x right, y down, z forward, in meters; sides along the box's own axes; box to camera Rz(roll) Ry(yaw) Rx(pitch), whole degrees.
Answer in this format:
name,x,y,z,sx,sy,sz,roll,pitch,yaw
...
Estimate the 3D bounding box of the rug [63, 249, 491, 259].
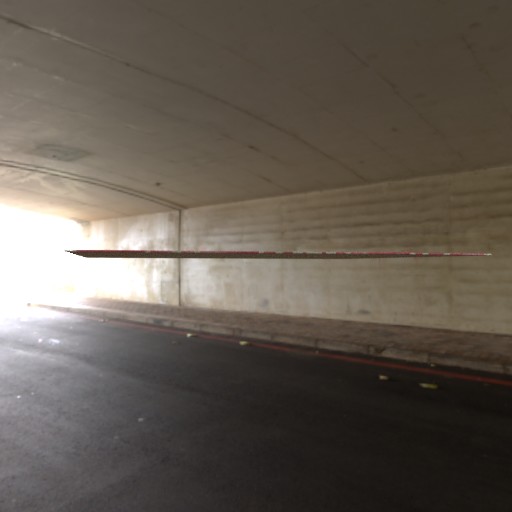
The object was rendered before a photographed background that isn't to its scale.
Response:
name,x,y,z,sx,sy,sz,roll,pitch,yaw
rug,0.000,0.000,4.113,3.095,0.016,2.441,0,-1,-18
